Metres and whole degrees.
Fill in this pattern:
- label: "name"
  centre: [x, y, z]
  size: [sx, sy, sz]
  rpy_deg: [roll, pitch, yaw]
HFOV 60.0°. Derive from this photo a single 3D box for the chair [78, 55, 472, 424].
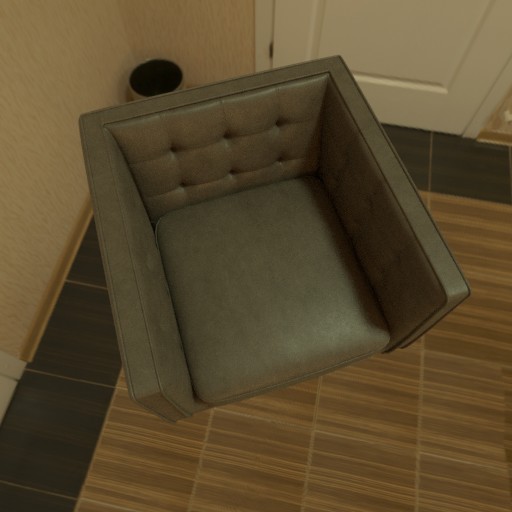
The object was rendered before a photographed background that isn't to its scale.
- label: "chair"
  centre: [0.000, 0.000, 1.545]
  size: [0.880, 0.790, 0.894]
  rpy_deg: [-16, 66, -7]
